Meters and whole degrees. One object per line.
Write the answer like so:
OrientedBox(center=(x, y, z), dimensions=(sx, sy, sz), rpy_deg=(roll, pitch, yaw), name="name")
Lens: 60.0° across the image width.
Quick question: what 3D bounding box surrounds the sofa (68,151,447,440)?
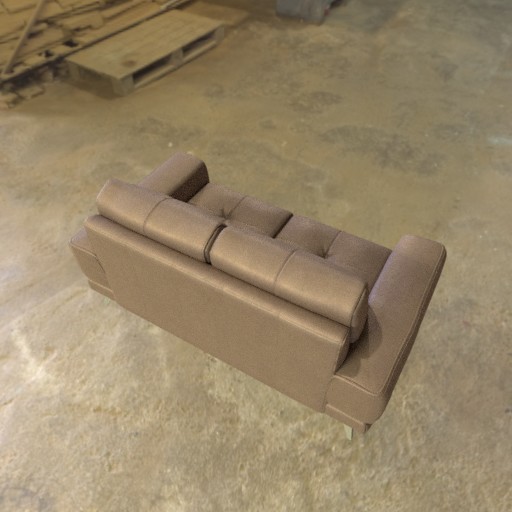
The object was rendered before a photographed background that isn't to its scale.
OrientedBox(center=(0.000, 0.000, 2.408), dimensions=(1.806, 0.907, 1.018), rpy_deg=(23, 51, 20), name="sofa")
